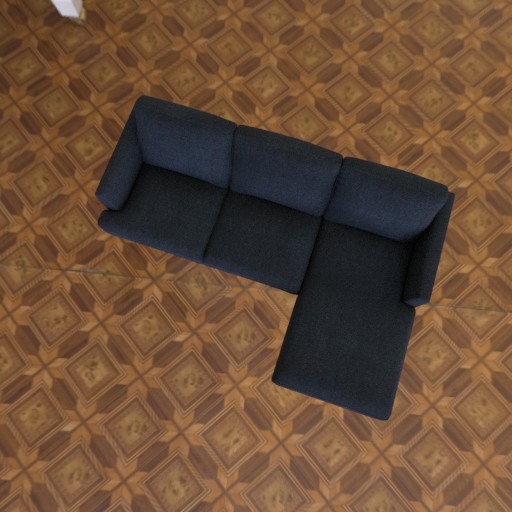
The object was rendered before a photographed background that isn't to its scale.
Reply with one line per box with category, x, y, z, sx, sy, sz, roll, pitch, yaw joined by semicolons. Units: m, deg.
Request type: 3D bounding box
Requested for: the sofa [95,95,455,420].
sofa;0.000;0.000;2.978;2.233;0.956;1.504;18;77;4
